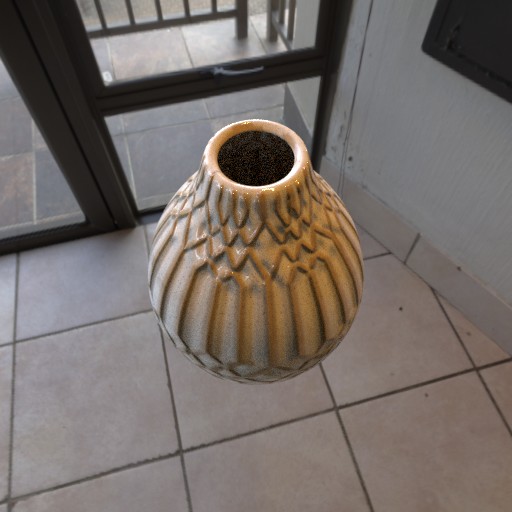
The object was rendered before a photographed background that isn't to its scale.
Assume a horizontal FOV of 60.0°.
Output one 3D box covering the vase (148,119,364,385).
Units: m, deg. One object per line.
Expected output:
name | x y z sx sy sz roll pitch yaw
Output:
vase | 0.000 0.000 0.314 0.159 0.200 0.159 0 58 0
